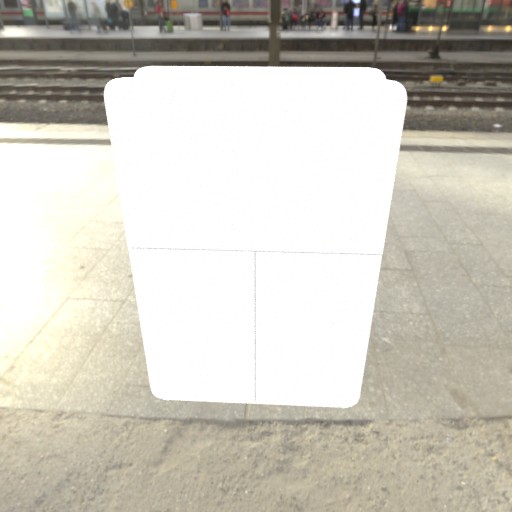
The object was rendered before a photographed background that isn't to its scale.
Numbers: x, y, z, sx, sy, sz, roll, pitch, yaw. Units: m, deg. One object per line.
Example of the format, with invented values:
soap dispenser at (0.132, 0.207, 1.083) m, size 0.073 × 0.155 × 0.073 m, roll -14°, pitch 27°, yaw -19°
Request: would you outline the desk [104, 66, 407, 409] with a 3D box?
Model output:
desk at (0.000, 0.000, 1.545) m, size 0.795 × 1.190 × 0.278 m, roll 2°, pitch 29°, yaw 3°
